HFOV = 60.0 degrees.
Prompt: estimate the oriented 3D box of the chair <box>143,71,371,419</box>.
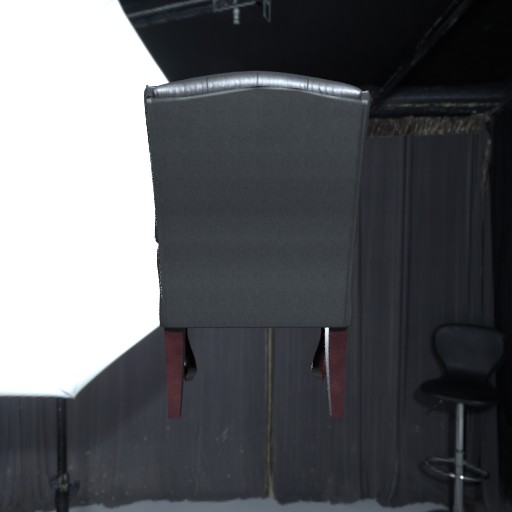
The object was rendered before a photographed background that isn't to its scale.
[{"bbox_3d":[0.000,0.000,1.698,0.831,1.133,0.822,0,0,-1],"label":"chair"}]
